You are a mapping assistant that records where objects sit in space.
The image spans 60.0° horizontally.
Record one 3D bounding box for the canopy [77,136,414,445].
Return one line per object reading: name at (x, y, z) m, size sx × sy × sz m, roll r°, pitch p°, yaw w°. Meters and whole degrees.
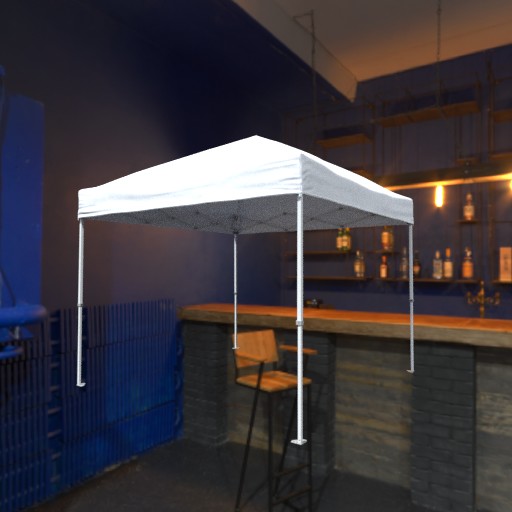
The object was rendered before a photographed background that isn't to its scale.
canopy at (0.000, 0.000, 5.486) m, size 2.998 × 2.997 × 2.996 m, roll -1°, pitch -2°, yaw 36°
